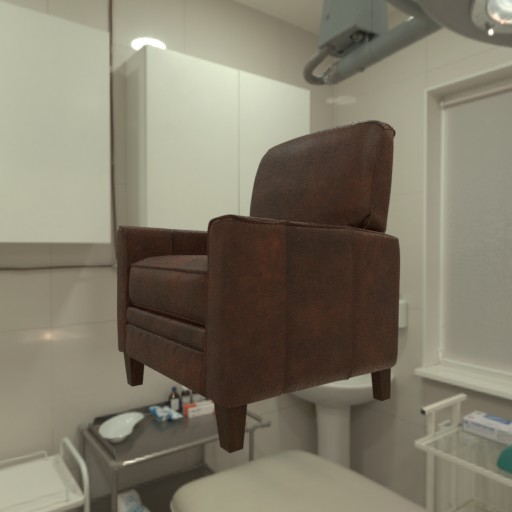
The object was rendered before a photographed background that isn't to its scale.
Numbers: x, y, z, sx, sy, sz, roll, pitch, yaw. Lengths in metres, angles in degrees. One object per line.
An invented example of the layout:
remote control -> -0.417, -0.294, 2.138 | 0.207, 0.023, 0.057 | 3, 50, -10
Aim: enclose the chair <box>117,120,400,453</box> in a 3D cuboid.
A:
chair -> 0.000, 0.000, 1.693 | 0.836, 1.043, 0.843 | -1, 2, -37
